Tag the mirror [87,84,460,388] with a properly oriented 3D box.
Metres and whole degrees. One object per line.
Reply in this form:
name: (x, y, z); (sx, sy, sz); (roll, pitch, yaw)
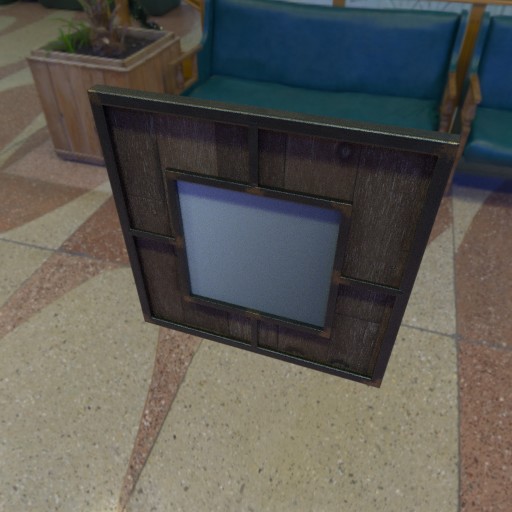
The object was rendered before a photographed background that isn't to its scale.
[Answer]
mirror: (0.000, 0.000, 0.562); (0.382, 0.381, 0.020); (13, 43, 14)
